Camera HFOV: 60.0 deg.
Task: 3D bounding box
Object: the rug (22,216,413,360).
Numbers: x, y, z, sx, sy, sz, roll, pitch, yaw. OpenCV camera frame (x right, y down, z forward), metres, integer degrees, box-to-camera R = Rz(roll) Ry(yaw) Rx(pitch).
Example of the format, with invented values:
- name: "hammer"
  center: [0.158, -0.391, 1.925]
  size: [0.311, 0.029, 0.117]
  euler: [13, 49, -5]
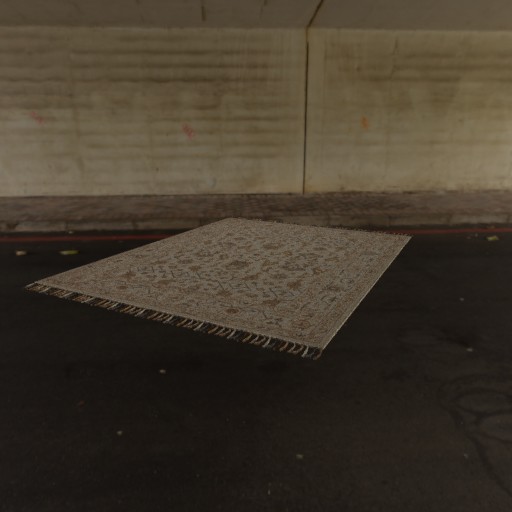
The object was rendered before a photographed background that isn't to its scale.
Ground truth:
- name: "rug"
  center: [0.000, 0.000, 2.258]
  size: [1.278, 0.009, 1.726]
  euler: [8, 18, 26]
